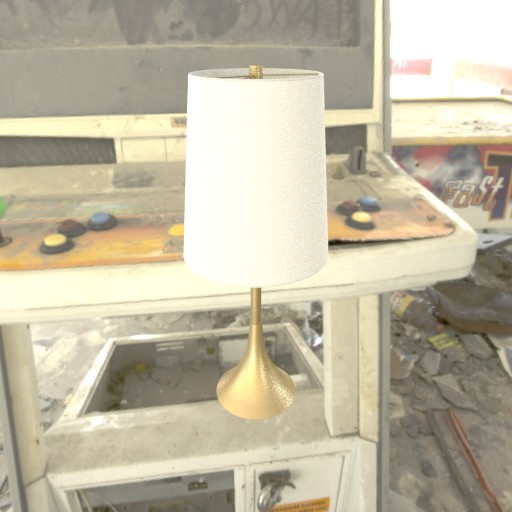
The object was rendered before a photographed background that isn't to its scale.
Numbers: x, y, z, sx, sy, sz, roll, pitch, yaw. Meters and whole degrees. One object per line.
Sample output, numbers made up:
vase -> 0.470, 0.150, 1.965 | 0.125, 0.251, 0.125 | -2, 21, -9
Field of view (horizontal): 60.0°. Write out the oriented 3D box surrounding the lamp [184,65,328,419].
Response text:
lamp -> 0.000, 0.000, 0.719 | 0.231, 0.569, 0.231 | 0, 27, 0
